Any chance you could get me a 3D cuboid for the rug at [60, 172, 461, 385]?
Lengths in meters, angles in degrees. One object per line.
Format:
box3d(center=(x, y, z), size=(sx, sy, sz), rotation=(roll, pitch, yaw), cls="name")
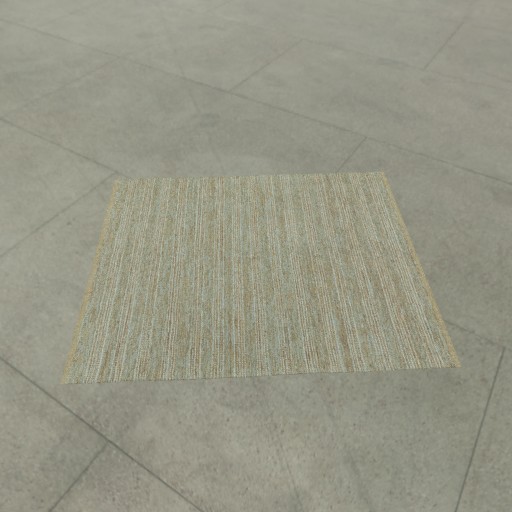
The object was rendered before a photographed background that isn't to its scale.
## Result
box3d(center=(0.000, 0.000, 4.174), size=(3.034, 0.012, 2.471), rotation=(-2, 48, -2), cls="rug")
